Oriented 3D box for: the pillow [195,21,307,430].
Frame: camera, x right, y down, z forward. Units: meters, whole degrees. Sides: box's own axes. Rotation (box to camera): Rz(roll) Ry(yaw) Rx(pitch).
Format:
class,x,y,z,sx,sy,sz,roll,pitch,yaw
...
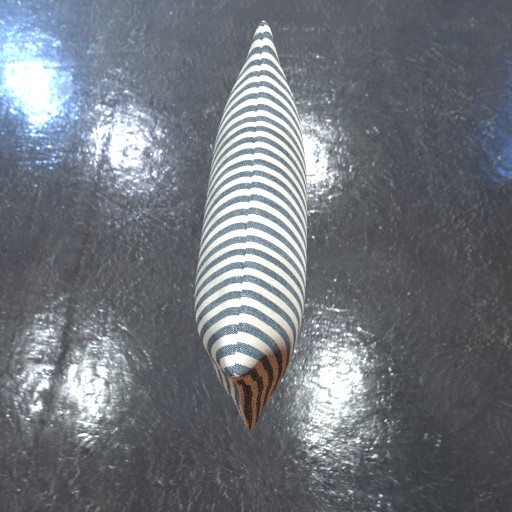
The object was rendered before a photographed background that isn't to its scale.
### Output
class,x,y,z,sx,sy,sz,roll,pitch,yaw
pillow,0.000,0.000,0.764,0.166,0.510,0.523,3,64,2
